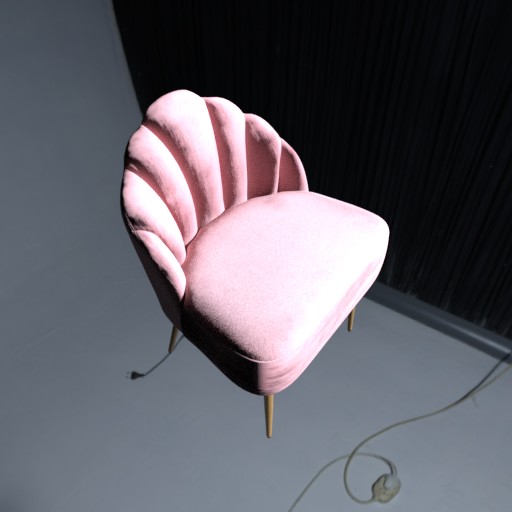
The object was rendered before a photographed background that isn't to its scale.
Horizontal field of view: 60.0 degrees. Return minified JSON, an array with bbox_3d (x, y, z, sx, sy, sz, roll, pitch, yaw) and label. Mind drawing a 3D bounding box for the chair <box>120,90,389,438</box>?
[{"bbox_3d":[0.000,0.000,1.291,0.599,0.819,0.657,27,48,27],"label":"chair"}]
